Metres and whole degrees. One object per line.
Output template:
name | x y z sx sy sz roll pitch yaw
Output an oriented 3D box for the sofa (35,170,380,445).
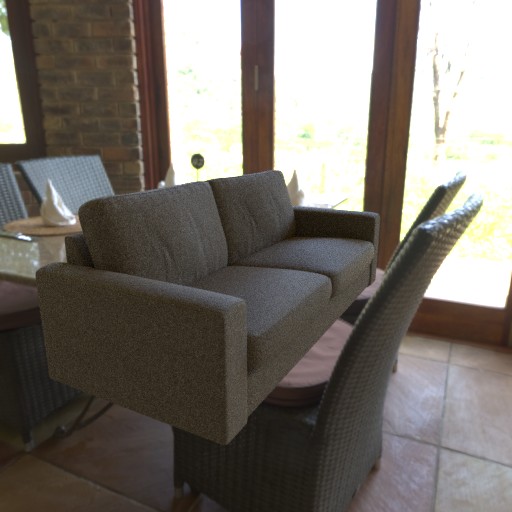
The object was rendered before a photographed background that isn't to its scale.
sofa | 0.000 0.000 2.641 1.016 0.873 2.179 8 18 28
